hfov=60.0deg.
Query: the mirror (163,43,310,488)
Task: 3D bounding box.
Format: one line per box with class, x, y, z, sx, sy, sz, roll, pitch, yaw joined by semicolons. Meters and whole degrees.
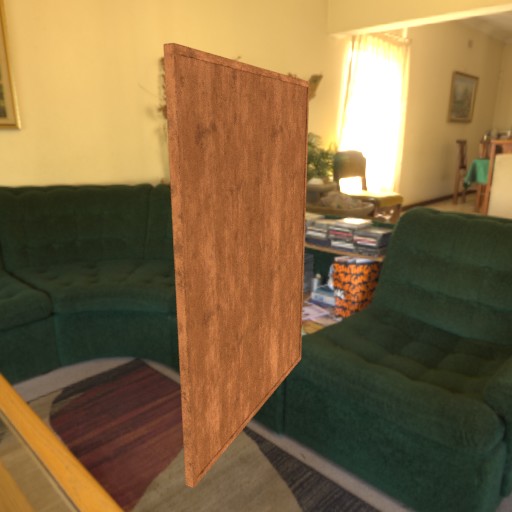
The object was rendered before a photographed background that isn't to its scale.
mirror;0.000;0.000;1.393;0.028;1.099;0.796;8;17;26
